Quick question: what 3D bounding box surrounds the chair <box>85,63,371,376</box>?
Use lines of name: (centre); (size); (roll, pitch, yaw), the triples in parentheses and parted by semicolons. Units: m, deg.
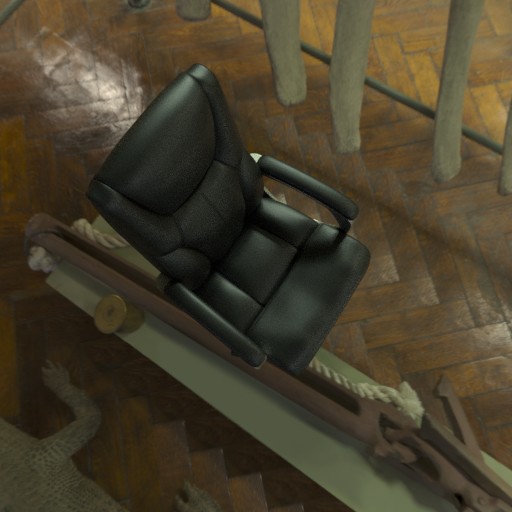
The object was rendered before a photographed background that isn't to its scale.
chair: (0.000, 0.000, 1.596); (0.739, 1.155, 0.663); (33, 77, 9)
